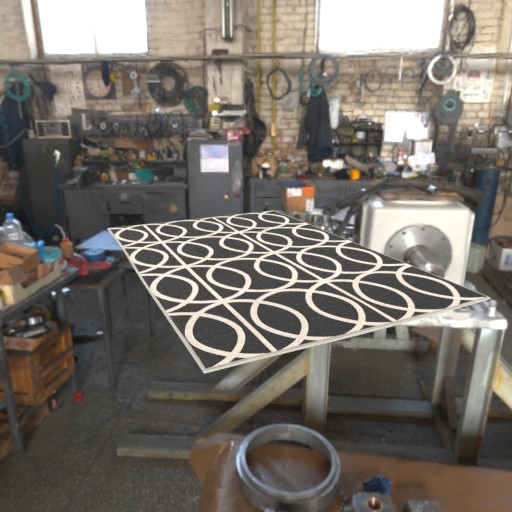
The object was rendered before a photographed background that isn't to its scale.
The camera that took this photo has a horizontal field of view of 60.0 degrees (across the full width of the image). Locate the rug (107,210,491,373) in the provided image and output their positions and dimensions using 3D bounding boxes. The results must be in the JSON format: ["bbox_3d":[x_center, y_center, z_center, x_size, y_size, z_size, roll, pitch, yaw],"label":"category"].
[{"bbox_3d":[0.000,0.000,2.879,1.528,0.014,2.294,-9,20,-25],"label":"rug"}]
